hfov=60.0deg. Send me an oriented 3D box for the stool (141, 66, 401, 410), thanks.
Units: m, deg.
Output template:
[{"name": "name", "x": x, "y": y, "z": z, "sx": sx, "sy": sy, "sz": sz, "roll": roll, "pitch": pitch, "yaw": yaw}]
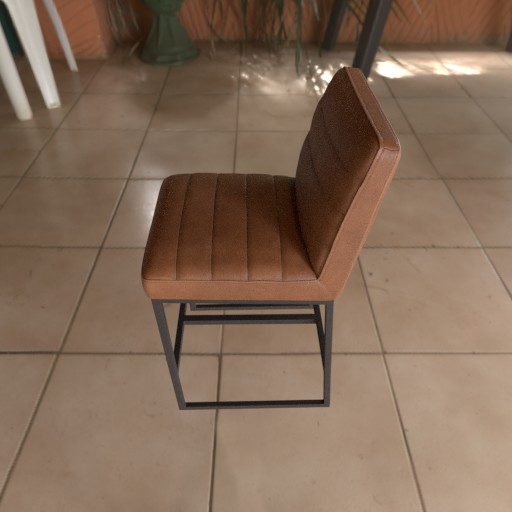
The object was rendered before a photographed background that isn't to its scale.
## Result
[{"name": "stool", "x": 0.000, "y": 0.000, "z": 1.281, "sx": 0.556, "sy": 0.940, "sz": 0.458, "roll": -1, "pitch": 42, "yaw": -1}]
